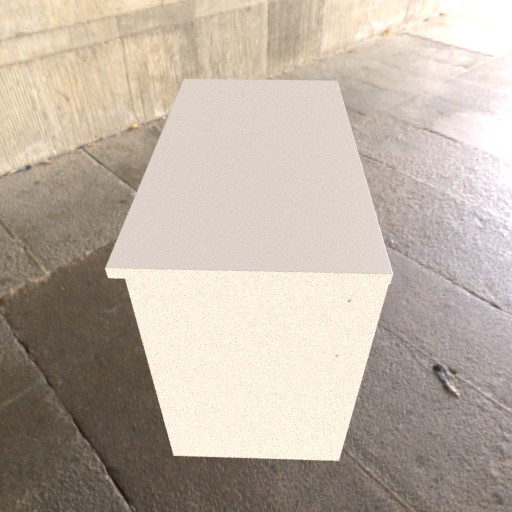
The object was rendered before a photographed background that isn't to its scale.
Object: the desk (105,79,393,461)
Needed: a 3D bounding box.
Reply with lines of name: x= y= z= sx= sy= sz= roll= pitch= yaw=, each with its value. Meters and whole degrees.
desk: x=0.000 y=0.000 z=1.342 sx=0.498 sy=0.729 sz=0.900 roll=1 pitch=42 yaw=1
